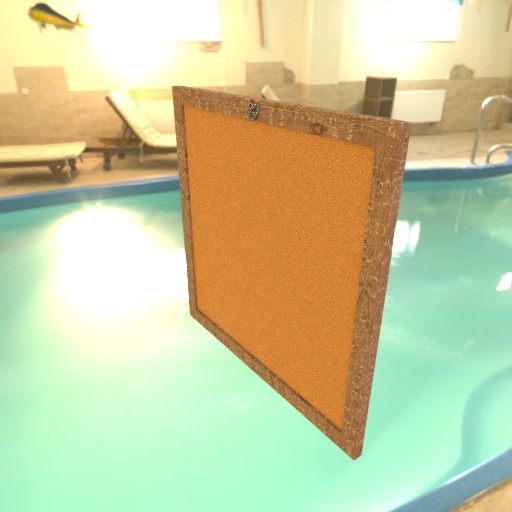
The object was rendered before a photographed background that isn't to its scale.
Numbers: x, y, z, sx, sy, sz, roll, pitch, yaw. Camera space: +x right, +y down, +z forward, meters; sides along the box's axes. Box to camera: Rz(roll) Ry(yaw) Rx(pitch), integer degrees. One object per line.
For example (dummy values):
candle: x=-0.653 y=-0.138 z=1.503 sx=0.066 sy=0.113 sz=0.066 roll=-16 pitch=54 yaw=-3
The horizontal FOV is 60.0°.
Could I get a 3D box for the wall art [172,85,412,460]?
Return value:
wall art: x=0.000 y=0.000 z=0.567 sx=0.022 sy=0.380 sz=0.380 roll=-19 pitch=32 yaw=-33
